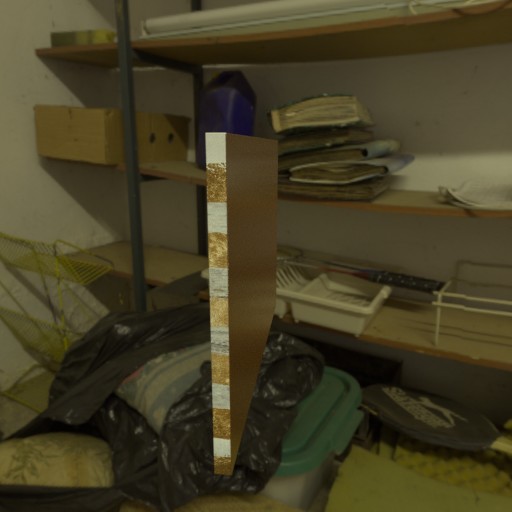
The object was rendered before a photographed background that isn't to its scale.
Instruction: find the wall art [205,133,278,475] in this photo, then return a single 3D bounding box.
[{"bbox_3d":[0.000,0.000,1.483,0.041,0.762,1.145,2,14,7],"label":"wall art"}]
